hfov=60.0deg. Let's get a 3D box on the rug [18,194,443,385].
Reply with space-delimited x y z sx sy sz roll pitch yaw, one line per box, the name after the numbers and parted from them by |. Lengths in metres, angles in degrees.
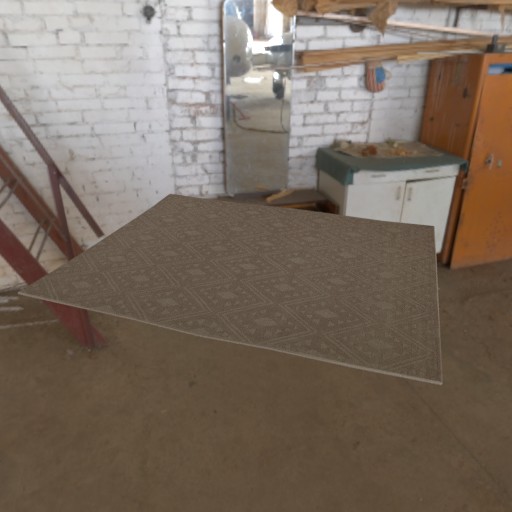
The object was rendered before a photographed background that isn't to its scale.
0.000 0.000 3.916 3.011 0.054 2.399 9 28 17 | rug
